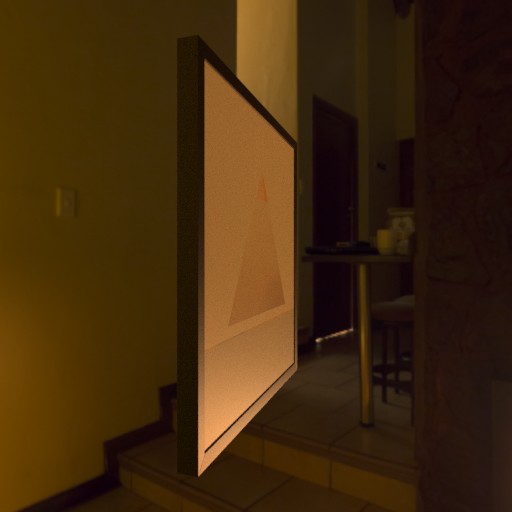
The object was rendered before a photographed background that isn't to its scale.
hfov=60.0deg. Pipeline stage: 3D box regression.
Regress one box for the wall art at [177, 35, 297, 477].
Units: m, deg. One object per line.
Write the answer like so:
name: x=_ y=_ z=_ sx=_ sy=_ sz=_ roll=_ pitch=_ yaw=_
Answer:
wall art: x=0.000 y=0.000 z=0.760 sx=0.028 sy=0.511 sz=0.513 roll=0 pitch=0 yaw=18
